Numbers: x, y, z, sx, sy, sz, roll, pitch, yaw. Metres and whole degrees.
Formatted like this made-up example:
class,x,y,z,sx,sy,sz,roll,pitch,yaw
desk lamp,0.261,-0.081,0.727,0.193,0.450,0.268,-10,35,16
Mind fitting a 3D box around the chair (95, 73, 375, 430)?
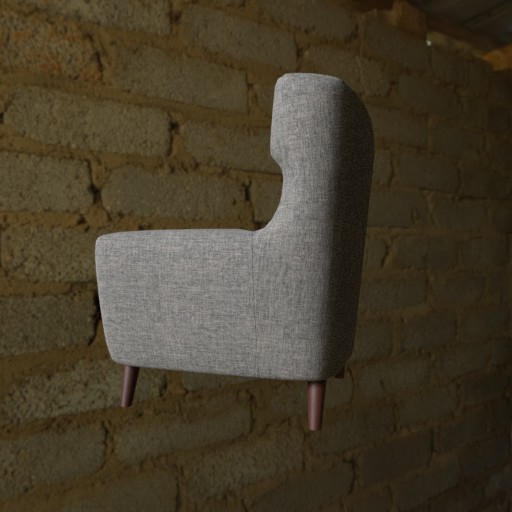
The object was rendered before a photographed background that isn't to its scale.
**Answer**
class,x,y,z,sx,sy,sz,roll,pitch,yaw
chair,0.000,0.000,1.742,0.904,1.063,0.878,0,0,18
